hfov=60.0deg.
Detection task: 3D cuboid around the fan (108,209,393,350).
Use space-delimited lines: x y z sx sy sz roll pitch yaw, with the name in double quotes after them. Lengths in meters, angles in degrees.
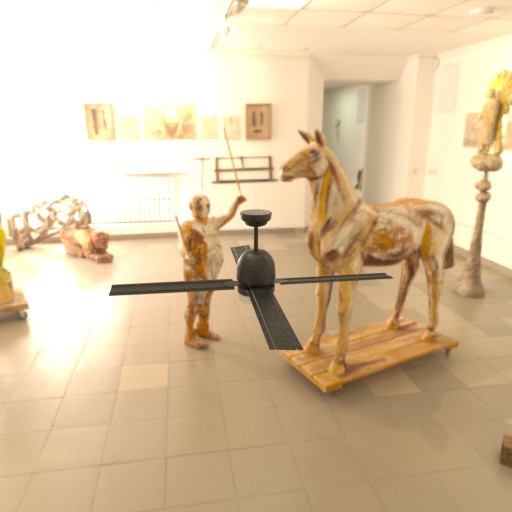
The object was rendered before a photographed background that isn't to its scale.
0.000 0.000 2.040 1.319 0.410 1.319 -3 17 -10 "fan"
